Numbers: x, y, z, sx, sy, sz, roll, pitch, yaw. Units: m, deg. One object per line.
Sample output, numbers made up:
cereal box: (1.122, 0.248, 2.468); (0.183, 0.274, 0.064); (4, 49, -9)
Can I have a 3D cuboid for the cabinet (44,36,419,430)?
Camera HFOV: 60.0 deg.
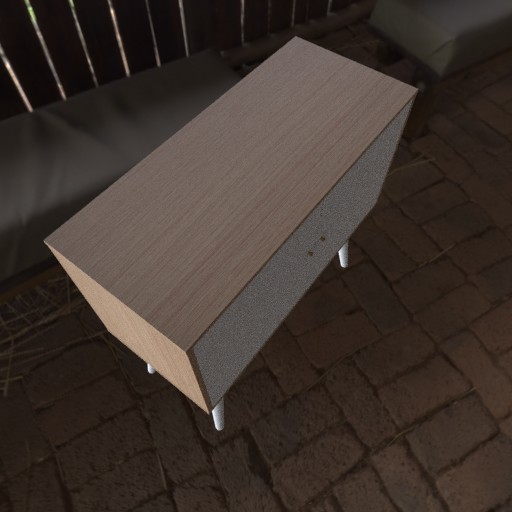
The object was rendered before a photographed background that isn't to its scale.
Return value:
cabinet: (0.000, 0.000, 1.635); (0.470, 1.016, 1.057); (33, 63, 19)
